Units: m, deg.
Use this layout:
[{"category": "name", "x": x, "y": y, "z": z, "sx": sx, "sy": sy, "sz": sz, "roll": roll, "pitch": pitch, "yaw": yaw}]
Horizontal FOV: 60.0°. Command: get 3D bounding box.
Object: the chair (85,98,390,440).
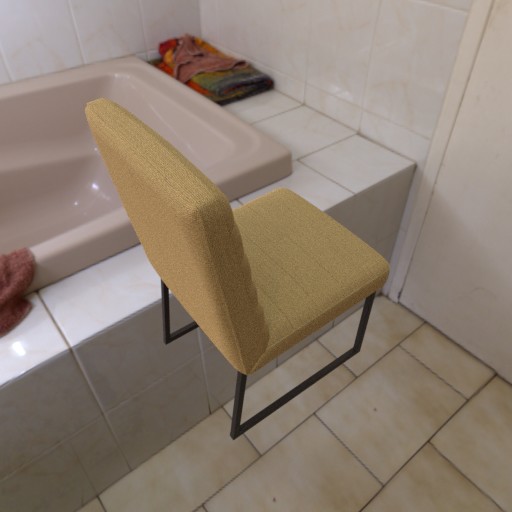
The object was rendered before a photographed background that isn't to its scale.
[{"category": "chair", "x": 0.000, "y": 0.000, "z": 1.301, "sx": 0.634, "sy": 0.930, "sz": 0.520, "roll": -27, "pitch": 49, "yaw": -26}]
